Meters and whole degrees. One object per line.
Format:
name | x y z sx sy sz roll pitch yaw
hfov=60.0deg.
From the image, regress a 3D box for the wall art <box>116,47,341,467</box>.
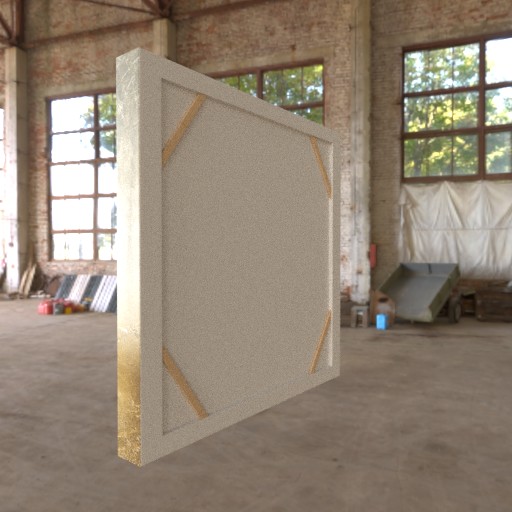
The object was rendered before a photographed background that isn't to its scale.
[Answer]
wall art | 0.000 0.000 0.598 0.038 0.407 0.405 1 1 39
